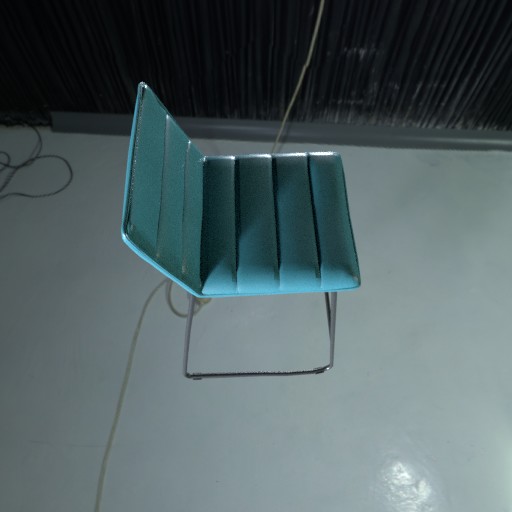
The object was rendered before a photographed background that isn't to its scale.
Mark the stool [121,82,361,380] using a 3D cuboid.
[{"bbox_3d":[0.000,0.000,1.268,0.524,0.936,0.489,-2,63,-1],"label":"stool"}]
